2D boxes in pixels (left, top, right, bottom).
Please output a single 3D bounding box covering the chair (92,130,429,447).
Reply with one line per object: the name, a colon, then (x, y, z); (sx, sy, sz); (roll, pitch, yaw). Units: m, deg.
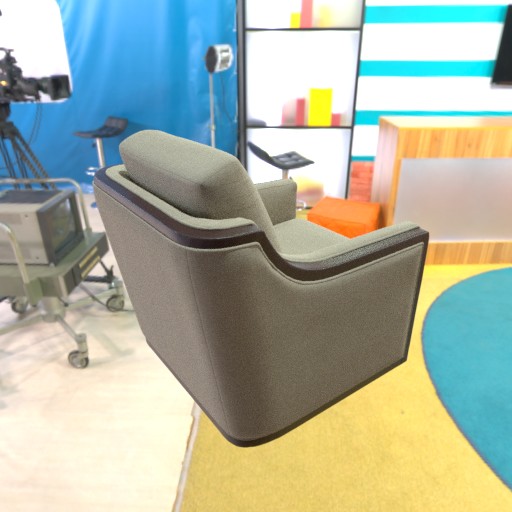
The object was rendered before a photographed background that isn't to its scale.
chair: (0.000, 0.000, 1.682); (0.950, 0.930, 0.870); (-18, 31, -32)
